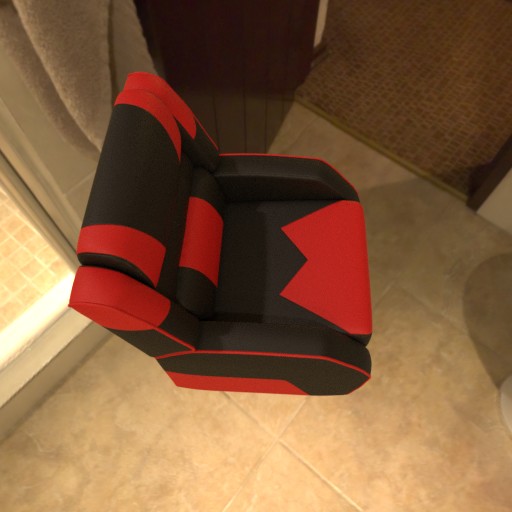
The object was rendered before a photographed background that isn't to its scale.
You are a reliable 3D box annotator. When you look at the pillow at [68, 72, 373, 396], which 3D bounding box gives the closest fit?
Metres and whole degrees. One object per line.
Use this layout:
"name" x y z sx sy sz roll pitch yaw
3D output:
"pillow" 0.000 0.000 1.254 0.672 0.805 0.620 3 63 1
